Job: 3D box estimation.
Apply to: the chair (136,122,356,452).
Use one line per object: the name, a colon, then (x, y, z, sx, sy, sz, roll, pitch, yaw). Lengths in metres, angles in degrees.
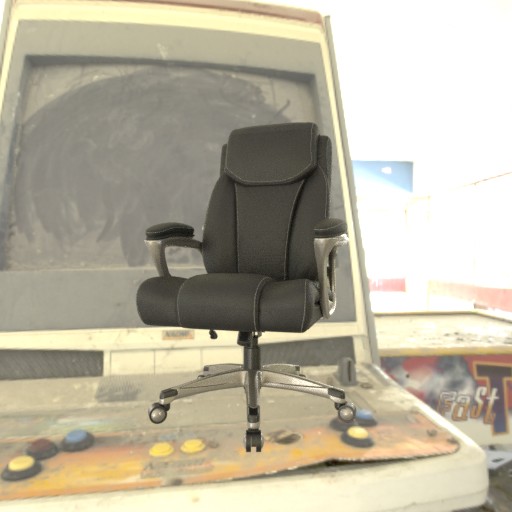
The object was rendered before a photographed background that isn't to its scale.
chair: (0.000, 0.000, 1.679, 0.741, 1.167, 0.784, 0, 0, 17)
